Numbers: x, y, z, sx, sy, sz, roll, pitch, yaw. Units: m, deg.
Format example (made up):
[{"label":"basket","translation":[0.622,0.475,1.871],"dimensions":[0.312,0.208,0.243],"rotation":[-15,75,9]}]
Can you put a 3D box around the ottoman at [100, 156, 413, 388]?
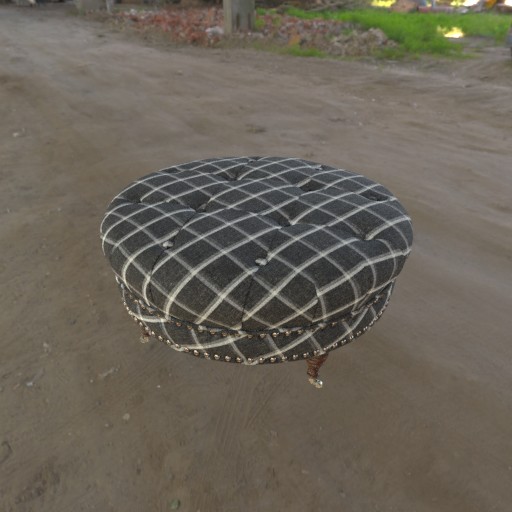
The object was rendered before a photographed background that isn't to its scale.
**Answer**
[{"label":"ottoman","translation":[0.000,0.000,1.403],"dimensions":[0.901,0.439,0.901],"rotation":[0,32,0]}]
